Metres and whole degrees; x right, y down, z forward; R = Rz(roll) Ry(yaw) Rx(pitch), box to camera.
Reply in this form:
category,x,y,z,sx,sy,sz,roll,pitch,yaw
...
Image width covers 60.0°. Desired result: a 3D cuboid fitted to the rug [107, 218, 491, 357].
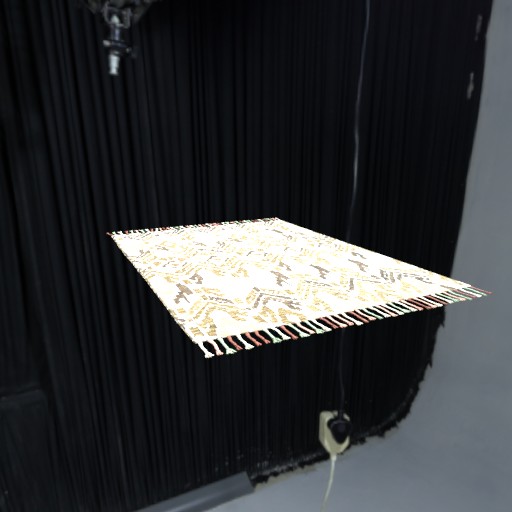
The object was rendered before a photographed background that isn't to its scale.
category,x,y,z,sx,sy,sz,roll,pitch,yaw
rug,0.000,0.000,2.268,1.219,0.008,1.829,-7,17,-25
